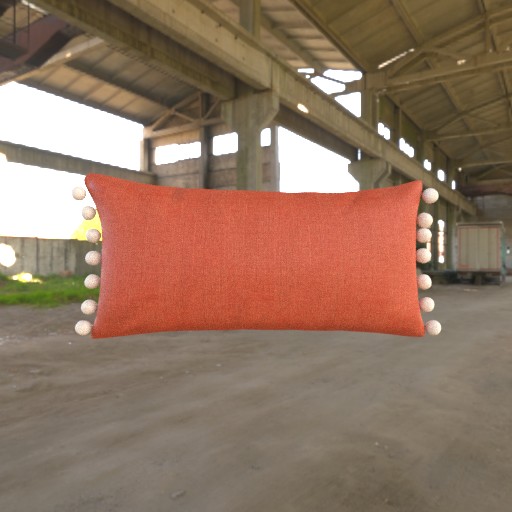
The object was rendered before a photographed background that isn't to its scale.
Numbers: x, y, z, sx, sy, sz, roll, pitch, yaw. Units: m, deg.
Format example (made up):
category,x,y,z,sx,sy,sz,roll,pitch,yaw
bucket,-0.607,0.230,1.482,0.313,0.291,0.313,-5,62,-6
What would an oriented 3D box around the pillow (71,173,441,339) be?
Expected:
category,x,y,z,sx,sy,sz,roll,pitch,yaw
pillow,0.000,0.000,0.864,0.709,0.322,0.201,0,0,0
